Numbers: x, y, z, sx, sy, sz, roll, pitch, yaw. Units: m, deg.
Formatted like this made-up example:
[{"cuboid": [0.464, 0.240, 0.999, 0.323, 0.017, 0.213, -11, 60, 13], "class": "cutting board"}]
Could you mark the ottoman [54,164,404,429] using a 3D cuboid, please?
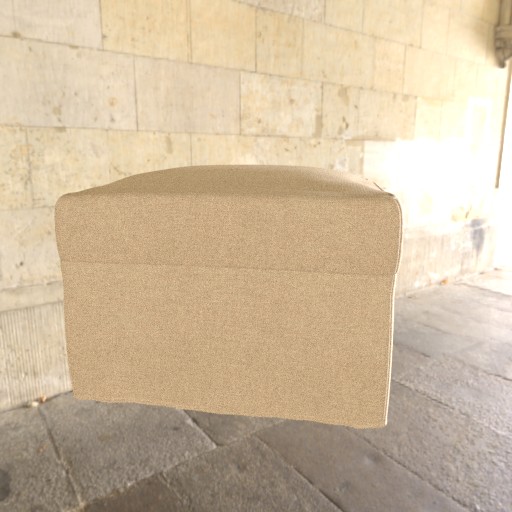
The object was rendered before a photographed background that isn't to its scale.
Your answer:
[{"cuboid": [0.000, 0.000, 1.203, 0.650, 0.485, 0.833, 2, 12, 10], "class": "ottoman"}]
